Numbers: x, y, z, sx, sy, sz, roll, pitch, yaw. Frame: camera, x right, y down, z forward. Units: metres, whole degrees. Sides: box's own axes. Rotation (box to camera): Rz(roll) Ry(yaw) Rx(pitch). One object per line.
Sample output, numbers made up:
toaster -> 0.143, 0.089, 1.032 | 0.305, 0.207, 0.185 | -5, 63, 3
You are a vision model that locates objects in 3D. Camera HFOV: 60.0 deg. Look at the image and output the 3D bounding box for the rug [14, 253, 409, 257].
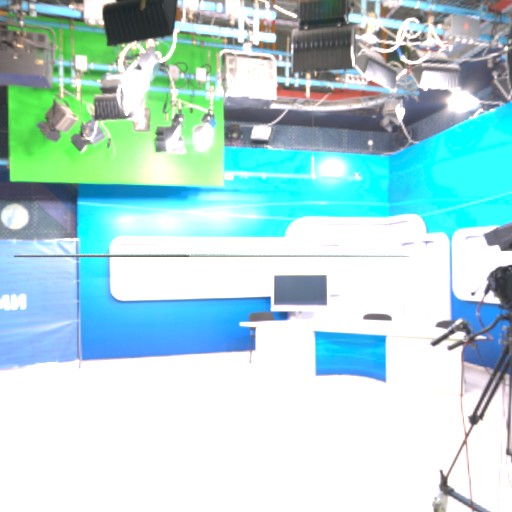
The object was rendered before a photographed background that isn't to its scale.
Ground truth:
rug -> 0.000, 0.000, 1.415 | 0.604, 0.007, 1.219 | 0, 0, 36
